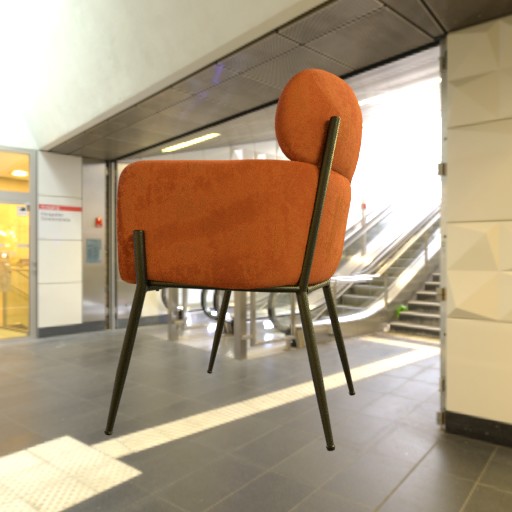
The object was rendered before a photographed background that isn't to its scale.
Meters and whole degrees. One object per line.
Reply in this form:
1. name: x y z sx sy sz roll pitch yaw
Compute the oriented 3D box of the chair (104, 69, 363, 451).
1. chair: 0.000 0.000 1.123 0.523 0.772 0.561 0 0 19
